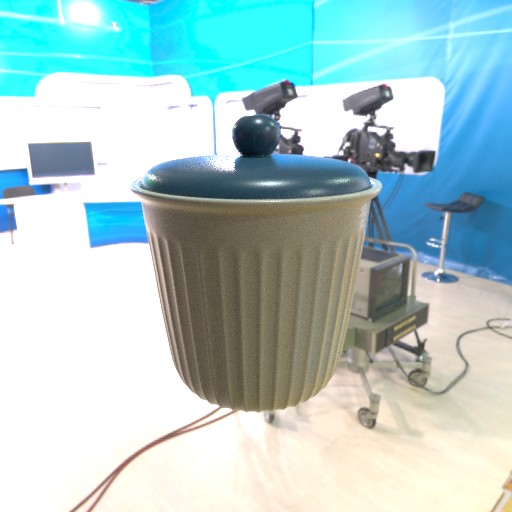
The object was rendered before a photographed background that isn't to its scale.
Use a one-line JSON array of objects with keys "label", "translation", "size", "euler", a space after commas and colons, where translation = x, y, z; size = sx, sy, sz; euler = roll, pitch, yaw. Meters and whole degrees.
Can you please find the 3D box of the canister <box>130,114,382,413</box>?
[{"label": "canister", "translation": [0.000, 0.000, 0.346], "size": [0.181, 0.211, 0.181], "euler": [0, 17, 0]}]
